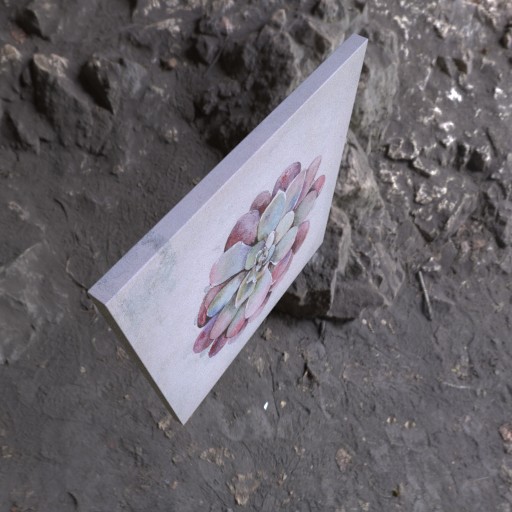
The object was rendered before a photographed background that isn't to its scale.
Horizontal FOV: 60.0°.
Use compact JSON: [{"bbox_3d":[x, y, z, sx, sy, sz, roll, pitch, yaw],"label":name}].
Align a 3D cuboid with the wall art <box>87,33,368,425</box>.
[{"bbox_3d":[0.000,0.000,1.092,0.041,0.762,0.762,31,63,18],"label":"wall art"}]
